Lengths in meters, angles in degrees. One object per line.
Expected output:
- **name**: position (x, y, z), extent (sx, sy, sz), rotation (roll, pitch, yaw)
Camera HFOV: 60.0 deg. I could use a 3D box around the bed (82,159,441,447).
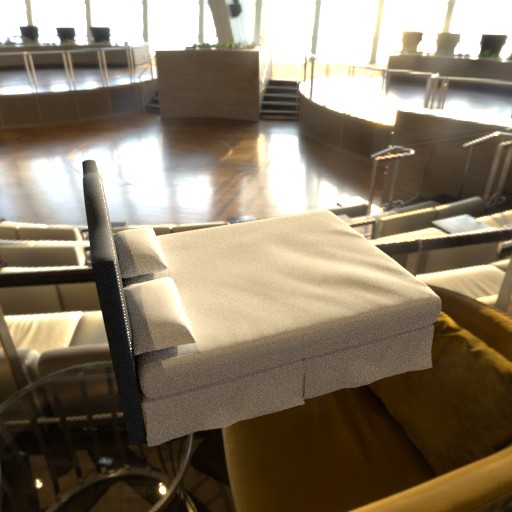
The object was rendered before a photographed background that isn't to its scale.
- **bed**: position (0.000, 0.000, 3.432), extent (2.282, 1.436, 1.821), rotation (-10, 31, -18)
